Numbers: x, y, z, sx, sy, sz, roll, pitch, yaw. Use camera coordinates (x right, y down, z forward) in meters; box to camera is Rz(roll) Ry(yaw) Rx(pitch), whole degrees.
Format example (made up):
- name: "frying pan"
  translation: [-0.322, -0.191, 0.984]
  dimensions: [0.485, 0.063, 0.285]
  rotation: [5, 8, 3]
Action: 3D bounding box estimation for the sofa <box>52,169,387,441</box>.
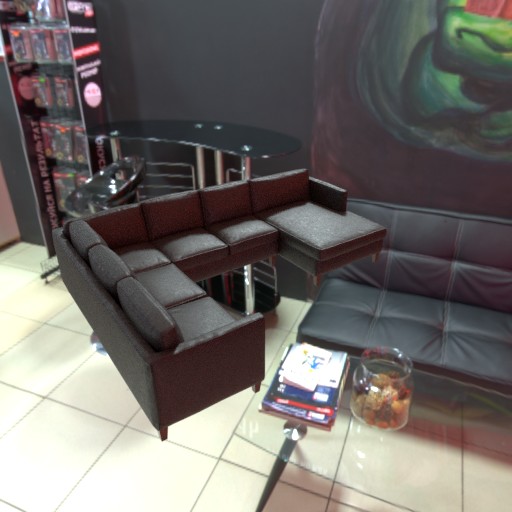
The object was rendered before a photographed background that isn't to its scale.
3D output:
- name: "sofa"
  translation: [0.000, 0.000, 4.682]
  dimensions: [3.460, 0.923, 2.593]
  rotation: [-18, 32, -31]
